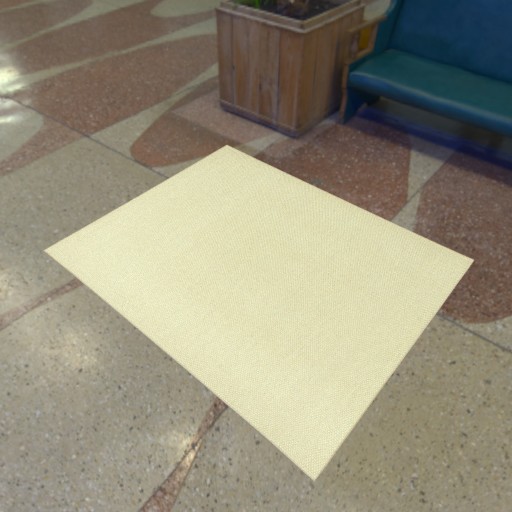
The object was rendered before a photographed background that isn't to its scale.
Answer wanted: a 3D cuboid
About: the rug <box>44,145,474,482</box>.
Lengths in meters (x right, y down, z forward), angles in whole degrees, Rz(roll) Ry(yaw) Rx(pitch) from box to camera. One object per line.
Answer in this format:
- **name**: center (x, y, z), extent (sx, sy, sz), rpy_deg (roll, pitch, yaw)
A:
- **rug**: center (0.000, 0.000, 4.008), extent (3.039, 0.018, 2.462), rpy_deg (31, 52, 28)
